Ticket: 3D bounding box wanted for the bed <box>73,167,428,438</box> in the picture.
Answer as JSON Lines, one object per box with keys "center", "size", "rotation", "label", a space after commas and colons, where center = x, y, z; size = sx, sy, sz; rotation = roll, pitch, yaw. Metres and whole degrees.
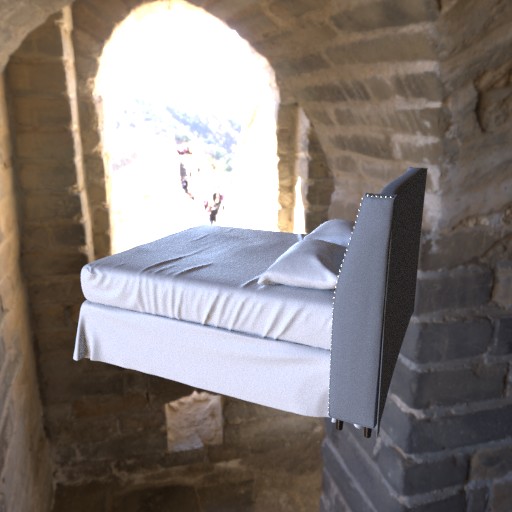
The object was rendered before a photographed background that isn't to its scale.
{"center": [0.000, 0.000, 3.449], "size": [2.276, 1.332, 1.925], "rotation": [7, 17, 24], "label": "bed"}
